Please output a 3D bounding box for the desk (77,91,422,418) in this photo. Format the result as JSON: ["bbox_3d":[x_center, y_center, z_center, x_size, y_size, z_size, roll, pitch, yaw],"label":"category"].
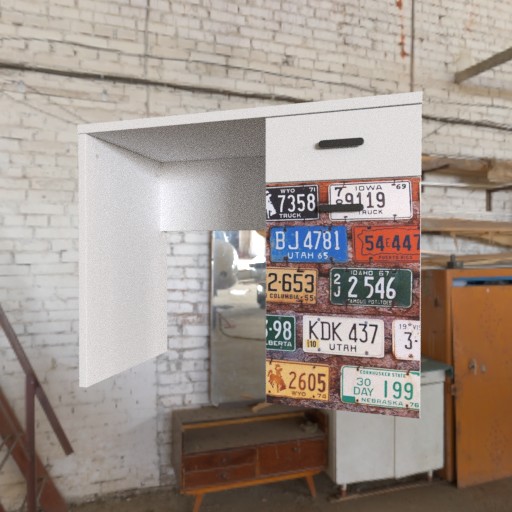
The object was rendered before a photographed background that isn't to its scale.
[{"bbox_3d":[0.000,0.000,1.323,0.898,0.730,0.482,0,1,17],"label":"desk"}]
